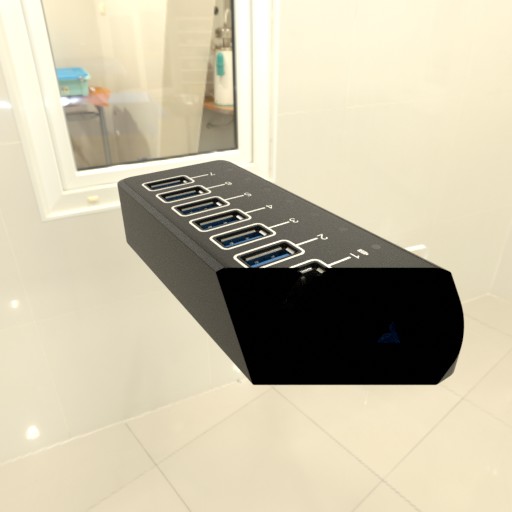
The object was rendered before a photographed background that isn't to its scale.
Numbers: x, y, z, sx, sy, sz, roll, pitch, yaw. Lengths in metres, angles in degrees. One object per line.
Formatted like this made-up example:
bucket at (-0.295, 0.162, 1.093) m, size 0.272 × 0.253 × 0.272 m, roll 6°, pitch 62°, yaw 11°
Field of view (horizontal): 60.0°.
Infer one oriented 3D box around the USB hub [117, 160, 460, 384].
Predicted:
USB hub at (0.000, 0.000, 0.128) m, size 0.044 × 0.023 × 0.110 m, roll -18°, pitch 34°, yaw -29°
